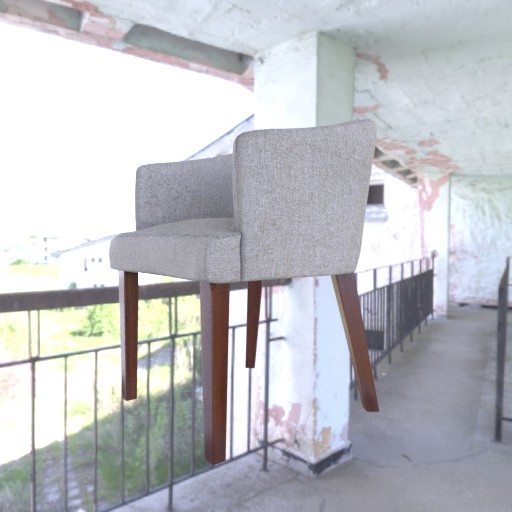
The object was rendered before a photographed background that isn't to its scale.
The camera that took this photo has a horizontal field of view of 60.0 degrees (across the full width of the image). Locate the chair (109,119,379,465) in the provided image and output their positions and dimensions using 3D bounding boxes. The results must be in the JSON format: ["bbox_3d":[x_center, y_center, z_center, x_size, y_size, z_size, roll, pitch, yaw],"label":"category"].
[{"bbox_3d":[0.000,0.000,1.241,0.655,0.811,0.583,-1,2,-38],"label":"chair"}]
